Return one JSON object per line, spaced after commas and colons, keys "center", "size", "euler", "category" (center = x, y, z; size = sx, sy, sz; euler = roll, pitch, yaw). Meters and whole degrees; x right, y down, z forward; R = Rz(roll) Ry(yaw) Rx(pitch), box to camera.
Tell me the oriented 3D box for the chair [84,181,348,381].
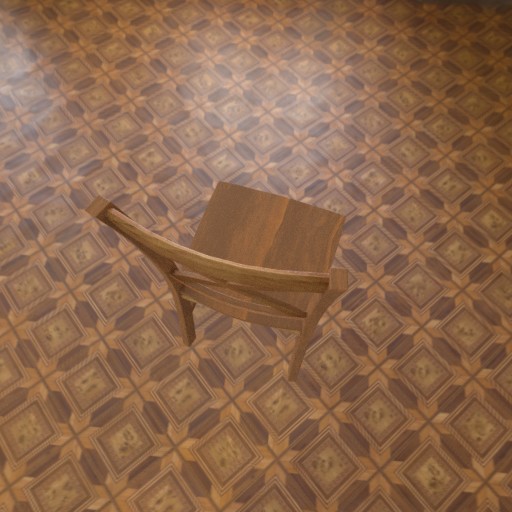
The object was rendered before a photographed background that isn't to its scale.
{"center": [0.000, 0.000, 1.304], "size": [0.485, 0.983, 0.542], "euler": [17, 64, 8], "category": "chair"}
